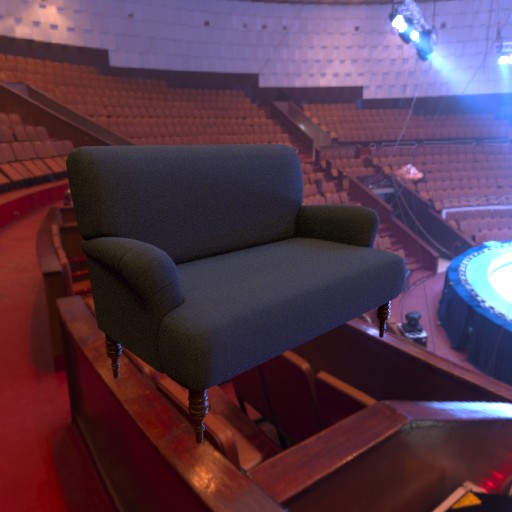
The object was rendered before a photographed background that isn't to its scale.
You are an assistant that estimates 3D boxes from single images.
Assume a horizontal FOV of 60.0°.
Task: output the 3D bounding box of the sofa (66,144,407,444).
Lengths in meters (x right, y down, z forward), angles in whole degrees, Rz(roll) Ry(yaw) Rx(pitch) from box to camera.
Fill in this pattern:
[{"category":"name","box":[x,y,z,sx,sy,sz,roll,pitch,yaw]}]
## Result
[{"category":"sofa","box":[0.000,0.000,1.840,1.297,0.889,0.779,-14,20,-42]}]
